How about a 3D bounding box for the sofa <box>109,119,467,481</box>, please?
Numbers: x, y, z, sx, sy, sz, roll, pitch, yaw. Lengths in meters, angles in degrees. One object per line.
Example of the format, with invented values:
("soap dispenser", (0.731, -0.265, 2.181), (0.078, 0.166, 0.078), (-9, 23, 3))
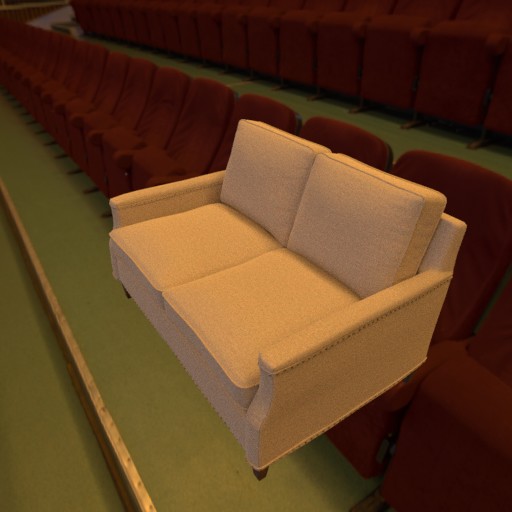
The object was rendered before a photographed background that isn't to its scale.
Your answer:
("sofa", (0.000, 0.000, 2.254), (1.084, 1.003, 1.597), (-20, 37, -29))
